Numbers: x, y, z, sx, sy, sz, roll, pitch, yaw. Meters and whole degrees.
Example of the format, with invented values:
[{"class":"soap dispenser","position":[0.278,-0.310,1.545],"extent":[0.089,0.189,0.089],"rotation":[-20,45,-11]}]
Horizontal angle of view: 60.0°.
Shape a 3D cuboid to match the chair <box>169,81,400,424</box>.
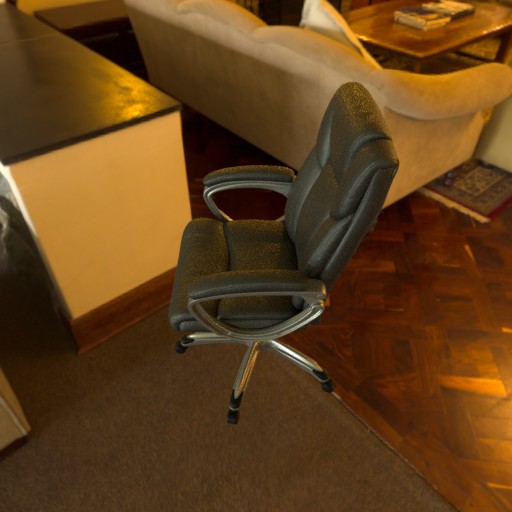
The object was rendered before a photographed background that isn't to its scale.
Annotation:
[{"class":"chair","position":[0.000,0.000,1.598],"extent":[0.719,1.130,0.721],"rotation":[1,42,1]}]
